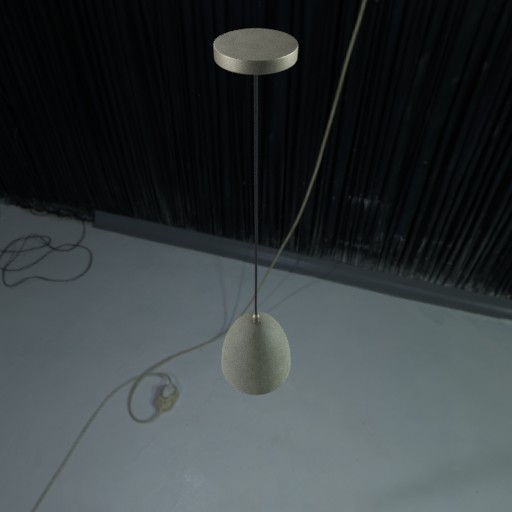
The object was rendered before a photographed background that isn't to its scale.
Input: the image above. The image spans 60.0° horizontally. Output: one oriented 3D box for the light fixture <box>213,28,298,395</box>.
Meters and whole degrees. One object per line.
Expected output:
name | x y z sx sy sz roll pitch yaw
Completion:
light fixture | 0.000 0.000 0.823 0.170 0.759 0.170 10 47 10
